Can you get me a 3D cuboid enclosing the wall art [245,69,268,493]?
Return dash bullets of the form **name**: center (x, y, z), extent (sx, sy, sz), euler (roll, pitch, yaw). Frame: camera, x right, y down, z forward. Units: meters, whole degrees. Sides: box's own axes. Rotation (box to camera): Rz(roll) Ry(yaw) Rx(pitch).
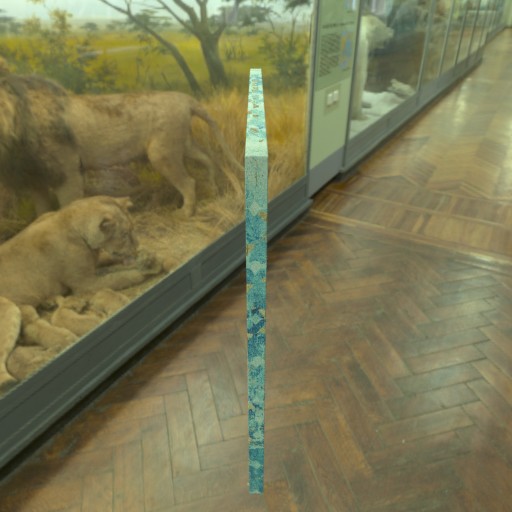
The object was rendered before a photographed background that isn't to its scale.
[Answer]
- **wall art**: center (0.000, 0.000, 1.329), extent (0.040, 0.916, 0.916), euler (0, 31, 0)
